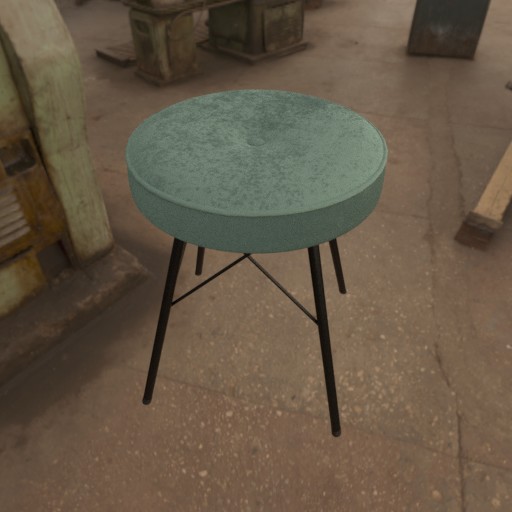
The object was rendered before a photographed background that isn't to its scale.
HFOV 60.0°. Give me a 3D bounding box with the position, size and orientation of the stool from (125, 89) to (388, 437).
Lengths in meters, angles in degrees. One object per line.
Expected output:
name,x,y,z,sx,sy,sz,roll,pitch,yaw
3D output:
stool,0.000,0.000,0.857,0.457,0.519,0.458,13,43,14
